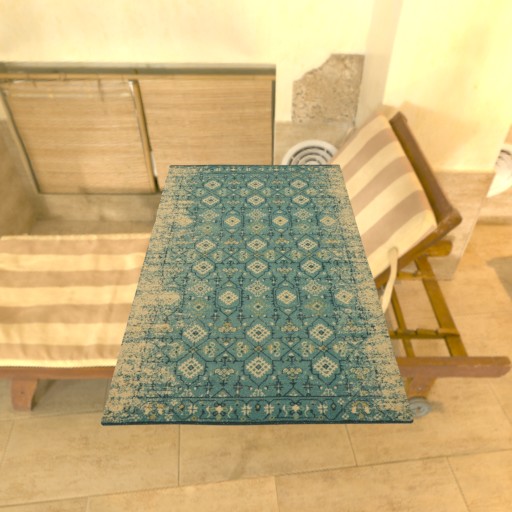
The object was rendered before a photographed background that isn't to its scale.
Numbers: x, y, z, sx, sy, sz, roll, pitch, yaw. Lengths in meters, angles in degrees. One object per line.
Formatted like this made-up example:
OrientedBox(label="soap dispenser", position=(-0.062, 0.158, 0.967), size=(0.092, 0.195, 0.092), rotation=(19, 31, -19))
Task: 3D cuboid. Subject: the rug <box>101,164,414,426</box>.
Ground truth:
OrientedBox(label="rug", position=(0.000, 0.000, 3.051), size=(1.530, 0.015, 2.449), rotation=(0, 42, 0))
